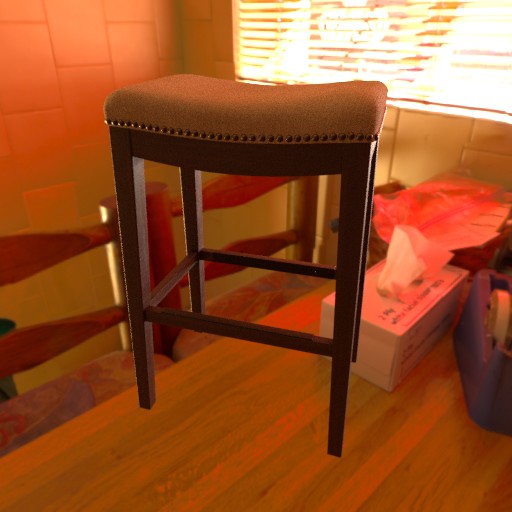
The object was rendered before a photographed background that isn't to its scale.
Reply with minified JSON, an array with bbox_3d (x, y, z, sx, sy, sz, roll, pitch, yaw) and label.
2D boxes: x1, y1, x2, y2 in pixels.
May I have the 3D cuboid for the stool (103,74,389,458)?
[{"bbox_3d":[0.000,0.000,1.037,0.509,0.768,0.363,8,28,15],"label":"stool"}]
